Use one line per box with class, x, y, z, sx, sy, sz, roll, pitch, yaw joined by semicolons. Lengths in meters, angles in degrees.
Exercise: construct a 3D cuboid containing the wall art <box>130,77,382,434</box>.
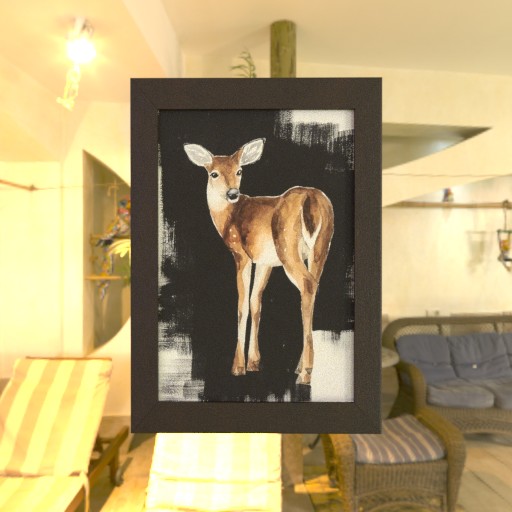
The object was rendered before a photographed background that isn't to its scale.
wall art;0.000;0.000;0.637;0.359;0.508;0.013;0;0;0
